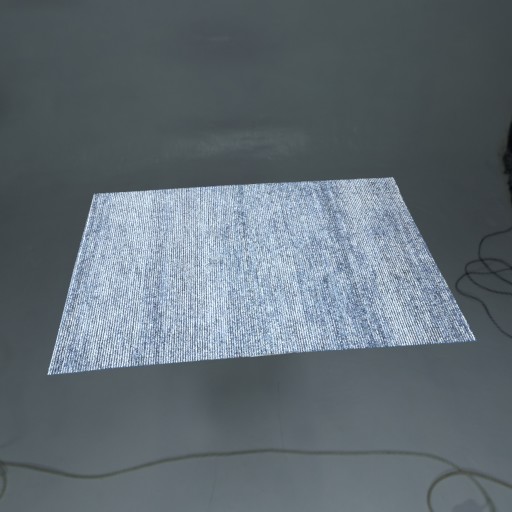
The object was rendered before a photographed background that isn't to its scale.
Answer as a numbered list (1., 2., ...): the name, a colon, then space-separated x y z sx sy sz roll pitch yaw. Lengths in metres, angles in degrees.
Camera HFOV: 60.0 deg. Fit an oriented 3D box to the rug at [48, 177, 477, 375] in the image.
1. rug: 0.000 0.000 2.230 1.793 0.025 1.159 -4 47 -3
